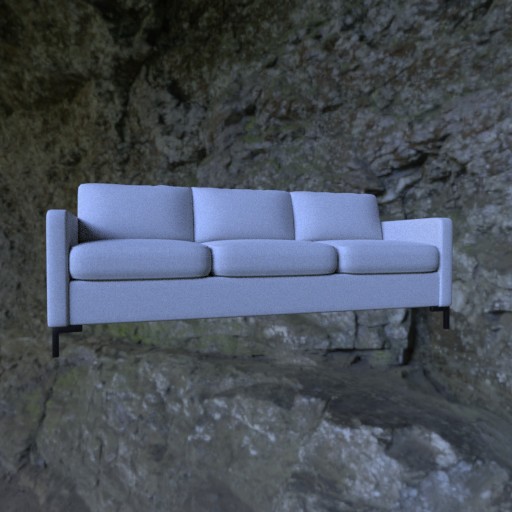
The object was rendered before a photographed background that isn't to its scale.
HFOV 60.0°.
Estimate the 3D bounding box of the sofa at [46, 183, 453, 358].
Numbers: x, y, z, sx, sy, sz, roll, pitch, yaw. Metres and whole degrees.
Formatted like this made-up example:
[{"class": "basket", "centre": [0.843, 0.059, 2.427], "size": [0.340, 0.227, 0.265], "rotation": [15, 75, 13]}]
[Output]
[{"class": "sofa", "centre": [0.000, 0.000, 2.688], "size": [2.218, 0.874, 0.859], "rotation": [-1, 2, -18]}]
